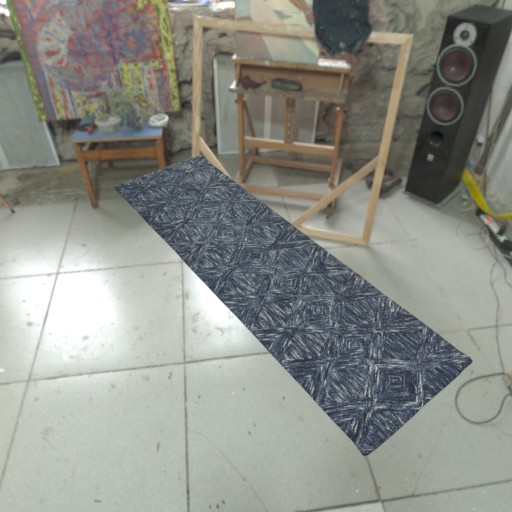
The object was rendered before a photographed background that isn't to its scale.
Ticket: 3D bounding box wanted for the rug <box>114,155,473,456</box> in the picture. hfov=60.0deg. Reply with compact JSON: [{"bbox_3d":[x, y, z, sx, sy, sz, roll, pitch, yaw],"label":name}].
[{"bbox_3d":[0.000,0.000,2.509,0.719,0.013,2.306,-27,49,-27],"label":"rug"}]
